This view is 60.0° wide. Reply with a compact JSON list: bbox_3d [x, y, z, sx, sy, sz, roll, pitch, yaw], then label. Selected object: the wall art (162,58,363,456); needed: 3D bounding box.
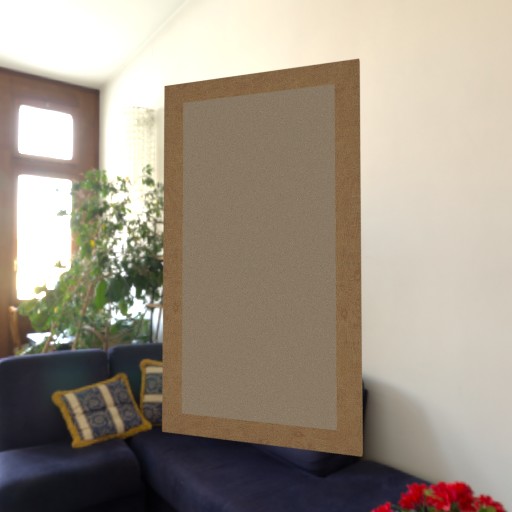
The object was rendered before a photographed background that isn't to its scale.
[{"bbox_3d":[0.000,0.000,0.824,0.381,0.683,0.013,-1,-2,18],"label":"wall art"}]
